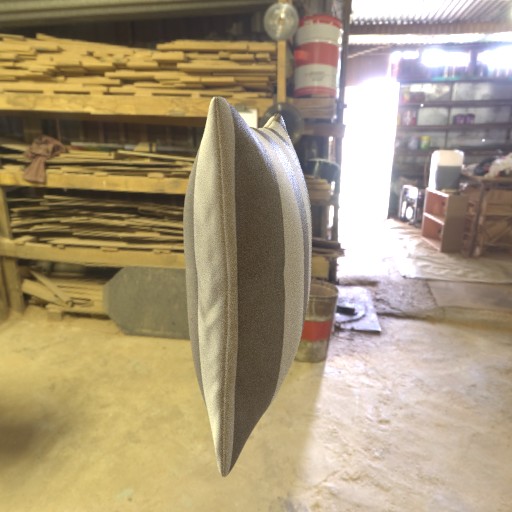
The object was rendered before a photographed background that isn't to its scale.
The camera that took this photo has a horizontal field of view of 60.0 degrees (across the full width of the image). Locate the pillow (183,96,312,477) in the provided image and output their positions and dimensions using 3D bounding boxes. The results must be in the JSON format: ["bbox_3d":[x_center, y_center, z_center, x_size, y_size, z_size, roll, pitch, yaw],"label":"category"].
[{"bbox_3d":[0.000,0.000,0.794,0.192,0.507,0.522,3,16,10],"label":"pillow"}]
